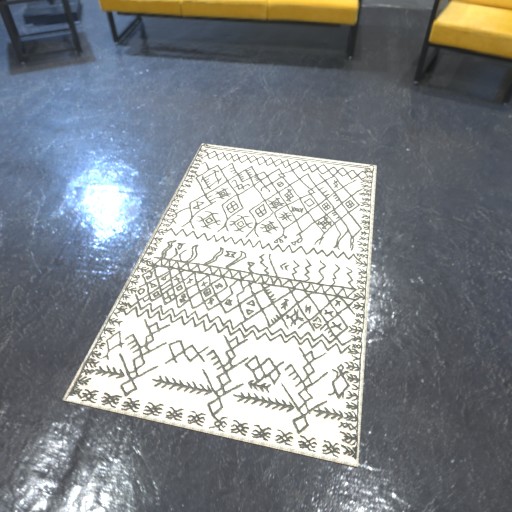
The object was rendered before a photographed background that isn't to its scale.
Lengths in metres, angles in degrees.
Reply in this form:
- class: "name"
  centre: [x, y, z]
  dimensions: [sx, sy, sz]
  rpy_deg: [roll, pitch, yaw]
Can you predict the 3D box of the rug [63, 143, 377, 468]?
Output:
- class: "rug"
  centre: [0.000, 0.000, 3.007]
  dimensions: [1.526, 0.012, 2.444]
  rpy_deg: [9, 48, 8]
